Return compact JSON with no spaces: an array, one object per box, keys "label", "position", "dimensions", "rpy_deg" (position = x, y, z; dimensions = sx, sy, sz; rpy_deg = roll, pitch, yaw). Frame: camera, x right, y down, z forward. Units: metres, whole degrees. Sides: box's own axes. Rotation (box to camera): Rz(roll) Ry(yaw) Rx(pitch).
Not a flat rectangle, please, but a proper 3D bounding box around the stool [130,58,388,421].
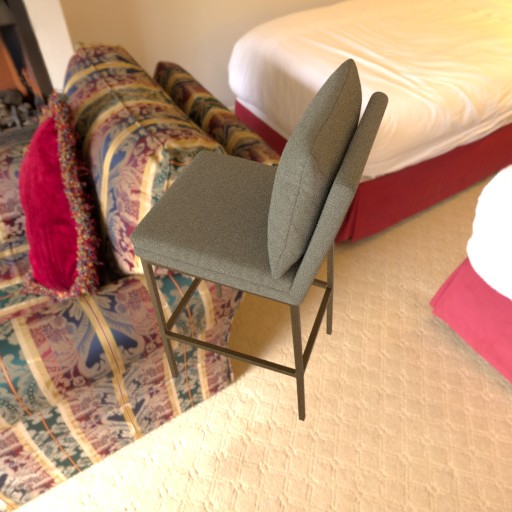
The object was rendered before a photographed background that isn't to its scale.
[{"label":"stool","position":[0.000,0.000,1.410],"dimensions":[0.569,1.132,0.463],"rpy_deg":[15,48,14]}]
